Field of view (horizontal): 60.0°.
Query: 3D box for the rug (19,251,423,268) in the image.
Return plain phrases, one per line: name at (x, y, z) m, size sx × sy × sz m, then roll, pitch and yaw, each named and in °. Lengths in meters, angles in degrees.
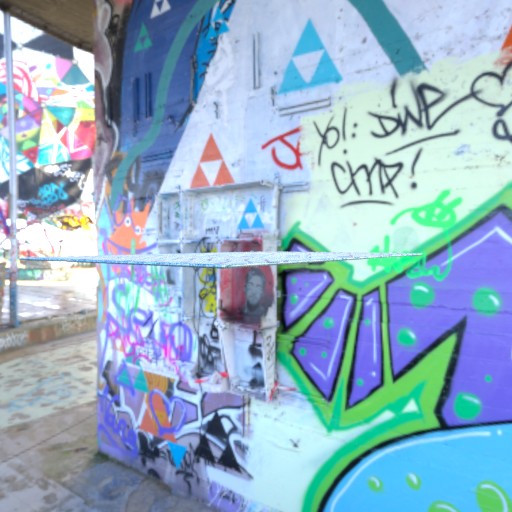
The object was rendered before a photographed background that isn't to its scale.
rug at (0.000, 0.000, 3.022) m, size 1.524 × 0.015 × 2.438 m, roll 1°, pitch 2°, yaw 37°
